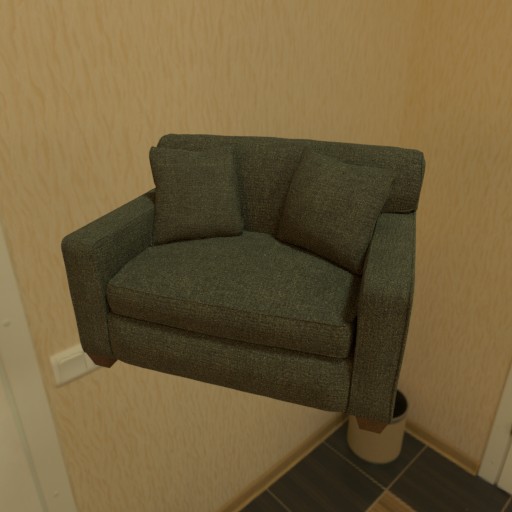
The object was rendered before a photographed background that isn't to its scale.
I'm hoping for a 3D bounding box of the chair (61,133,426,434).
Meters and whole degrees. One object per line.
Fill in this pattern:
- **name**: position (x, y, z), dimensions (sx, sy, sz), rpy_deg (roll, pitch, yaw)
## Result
- **chair**: position (0.000, 0.000, 2.059), dimensions (1.383, 0.948, 1.000), rpy_deg (8, 27, 17)
